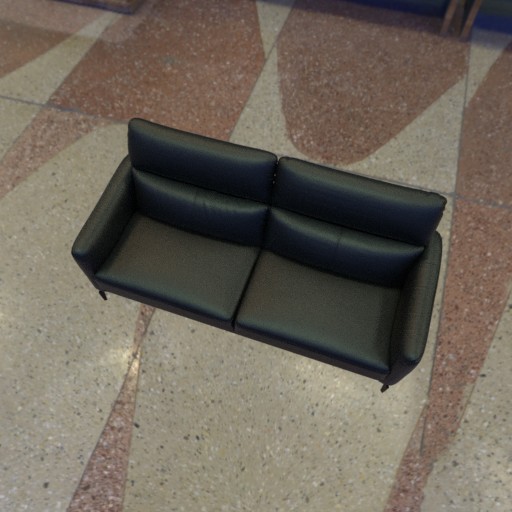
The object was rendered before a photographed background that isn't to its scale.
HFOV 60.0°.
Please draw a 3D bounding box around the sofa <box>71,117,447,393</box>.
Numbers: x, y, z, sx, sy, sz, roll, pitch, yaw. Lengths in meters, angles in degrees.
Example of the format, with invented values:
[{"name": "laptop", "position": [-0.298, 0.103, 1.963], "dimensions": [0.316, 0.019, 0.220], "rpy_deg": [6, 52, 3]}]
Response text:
[{"name": "sofa", "position": [0.000, 0.000, 2.663], "dimensions": [2.069, 0.957, 0.856], "rpy_deg": [16, 61, 10]}]
